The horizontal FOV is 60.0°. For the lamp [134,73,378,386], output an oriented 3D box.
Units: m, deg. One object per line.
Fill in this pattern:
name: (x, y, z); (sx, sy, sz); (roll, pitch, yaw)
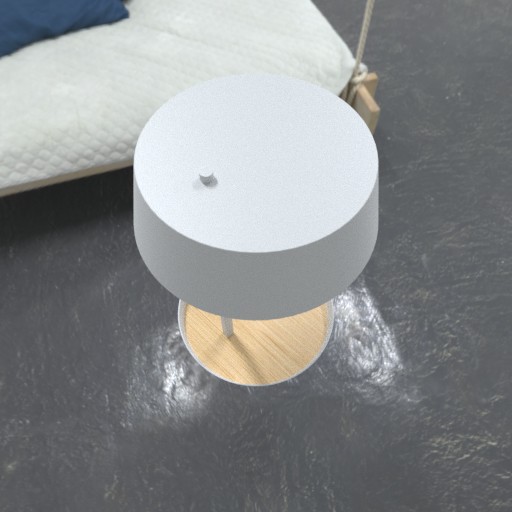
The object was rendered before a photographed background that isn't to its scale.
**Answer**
lamp: (0.000, 0.000, 0.625); (0.291, 0.429, 0.291); (0, 58, 0)
